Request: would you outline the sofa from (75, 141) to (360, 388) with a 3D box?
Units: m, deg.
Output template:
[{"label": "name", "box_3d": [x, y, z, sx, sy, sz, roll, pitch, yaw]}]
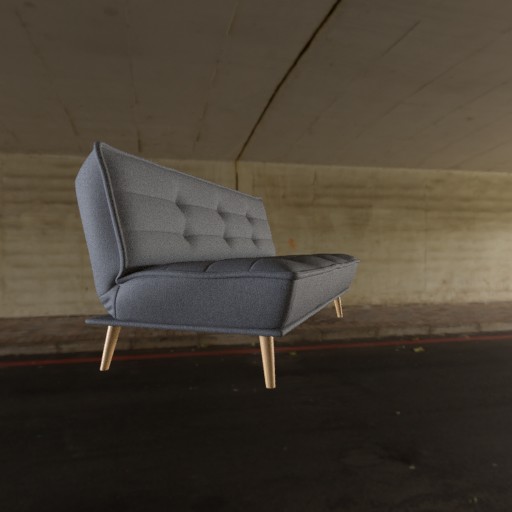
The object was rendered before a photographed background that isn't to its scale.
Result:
[{"label": "sofa", "box_3d": [0.000, 0.000, 2.457, 0.950, 0.890, 1.940, 0, 1, 19]}]
